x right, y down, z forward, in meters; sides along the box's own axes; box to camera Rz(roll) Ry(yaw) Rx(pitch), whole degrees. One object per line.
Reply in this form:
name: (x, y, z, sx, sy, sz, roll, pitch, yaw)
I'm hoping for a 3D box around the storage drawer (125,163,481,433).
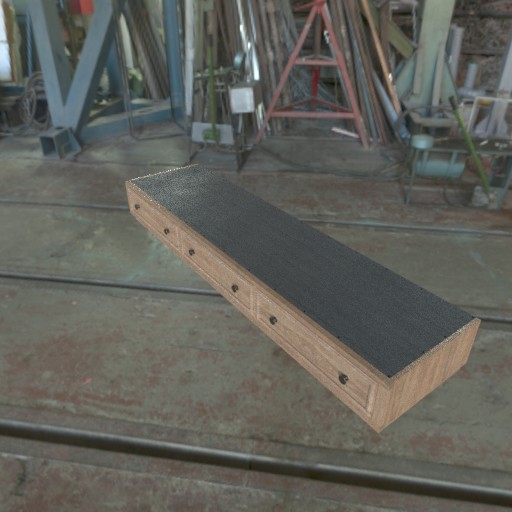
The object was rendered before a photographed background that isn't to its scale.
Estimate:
storage drawer: (0.000, 0.000, 2.243, 0.538, 0.264, 2.032, -22, 38, -31)
